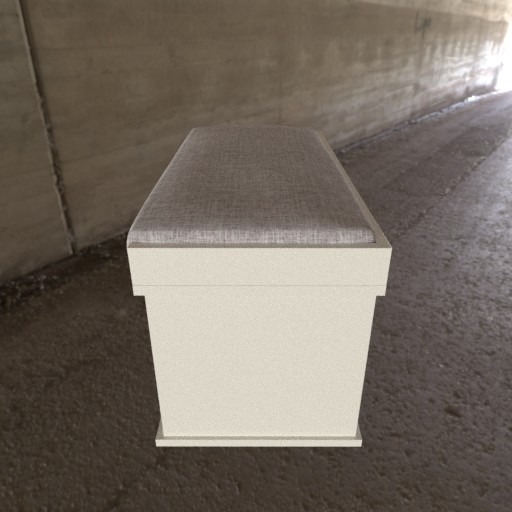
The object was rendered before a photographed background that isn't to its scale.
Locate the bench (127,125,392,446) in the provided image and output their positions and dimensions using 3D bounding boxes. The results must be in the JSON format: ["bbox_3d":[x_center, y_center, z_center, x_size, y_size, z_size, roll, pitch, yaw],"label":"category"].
[{"bbox_3d":[0.000,0.000,1.004,0.362,0.461,0.734,0,27,0],"label":"bench"}]
